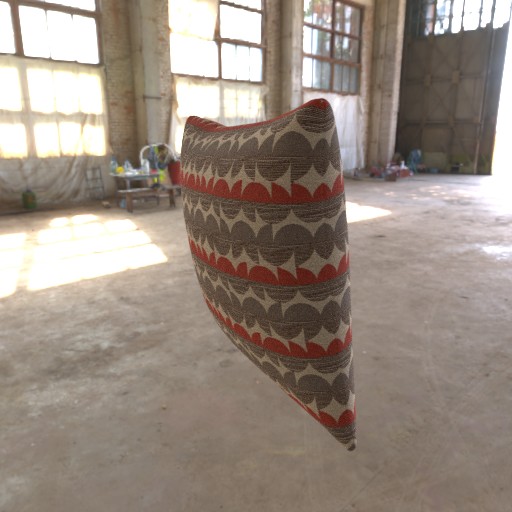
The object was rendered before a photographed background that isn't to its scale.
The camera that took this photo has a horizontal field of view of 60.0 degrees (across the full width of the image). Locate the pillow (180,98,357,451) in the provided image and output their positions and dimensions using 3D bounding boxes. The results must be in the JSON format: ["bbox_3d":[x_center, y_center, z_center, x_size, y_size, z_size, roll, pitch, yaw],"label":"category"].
[{"bbox_3d":[0.000,0.000,0.650,0.180,0.410,0.420,-7,17,-24],"label":"pillow"}]
